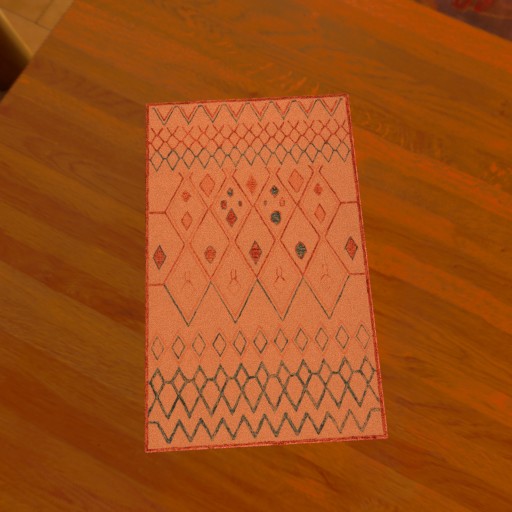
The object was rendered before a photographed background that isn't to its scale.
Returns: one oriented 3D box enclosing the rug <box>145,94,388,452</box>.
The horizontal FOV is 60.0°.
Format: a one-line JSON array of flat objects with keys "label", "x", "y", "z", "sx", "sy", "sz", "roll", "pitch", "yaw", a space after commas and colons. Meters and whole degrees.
[{"label": "rug", "x": 0.000, "y": 0.000, "z": 3.056, "sx": 1.524, "sy": 0.015, "sz": 2.438, "roll": -3, "pitch": 77, "yaw": -1}]
